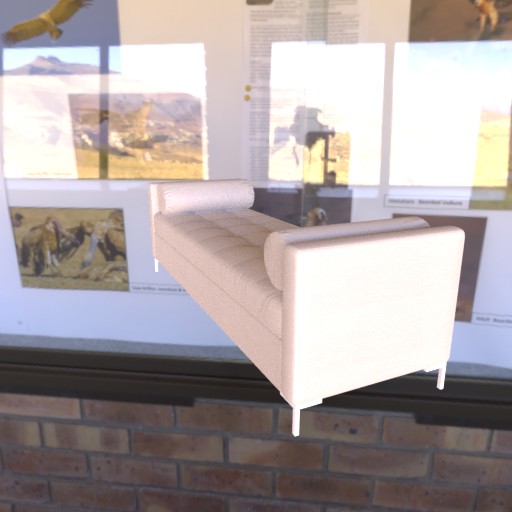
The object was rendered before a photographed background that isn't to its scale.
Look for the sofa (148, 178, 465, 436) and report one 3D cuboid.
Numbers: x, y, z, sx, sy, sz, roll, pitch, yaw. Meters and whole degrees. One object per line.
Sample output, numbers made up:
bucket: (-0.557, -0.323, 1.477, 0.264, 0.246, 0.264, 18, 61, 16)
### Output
sofa: (0.000, 0.000, 2.331, 0.686, 0.635, 1.981, -7, 17, -24)
